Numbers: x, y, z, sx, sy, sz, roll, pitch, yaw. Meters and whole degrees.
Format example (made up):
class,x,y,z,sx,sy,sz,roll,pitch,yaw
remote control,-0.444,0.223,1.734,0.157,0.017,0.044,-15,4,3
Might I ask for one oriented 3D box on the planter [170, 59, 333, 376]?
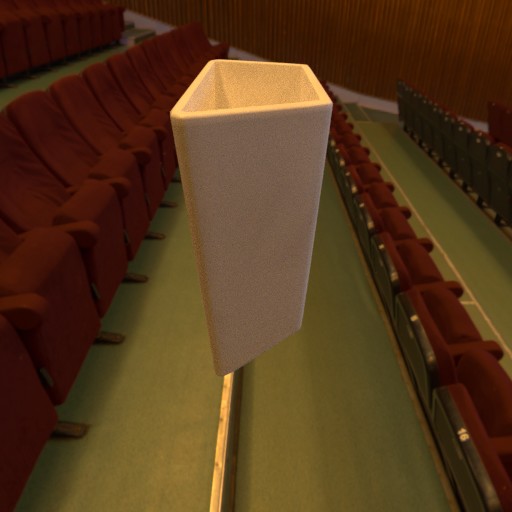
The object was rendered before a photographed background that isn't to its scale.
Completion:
class,x,y,z,sx,sy,sz,roll,pitch,yaw
planter,0.000,0.000,0.263,0.060,0.197,0.150,0,31,0
